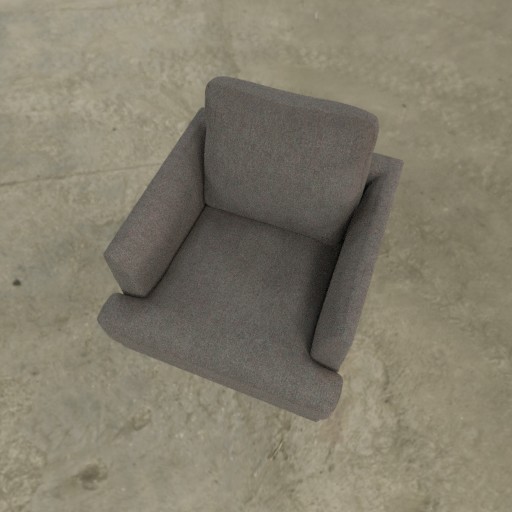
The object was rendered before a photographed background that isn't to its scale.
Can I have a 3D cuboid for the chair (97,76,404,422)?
[{"bbox_3d":[0.000,0.000,1.640,0.858,0.957,0.899,18,60,11],"label":"chair"}]
